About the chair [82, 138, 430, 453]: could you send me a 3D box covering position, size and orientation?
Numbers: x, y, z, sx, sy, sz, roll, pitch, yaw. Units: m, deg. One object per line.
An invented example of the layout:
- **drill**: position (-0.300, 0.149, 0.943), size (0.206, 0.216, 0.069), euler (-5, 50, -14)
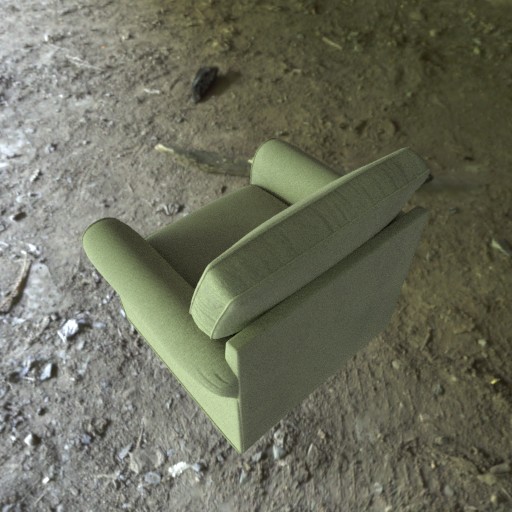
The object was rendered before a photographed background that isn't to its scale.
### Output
- **chair**: position (0.000, 0.000, 1.918), size (1.147, 1.044, 0.939), euler (-32, 54, -27)
